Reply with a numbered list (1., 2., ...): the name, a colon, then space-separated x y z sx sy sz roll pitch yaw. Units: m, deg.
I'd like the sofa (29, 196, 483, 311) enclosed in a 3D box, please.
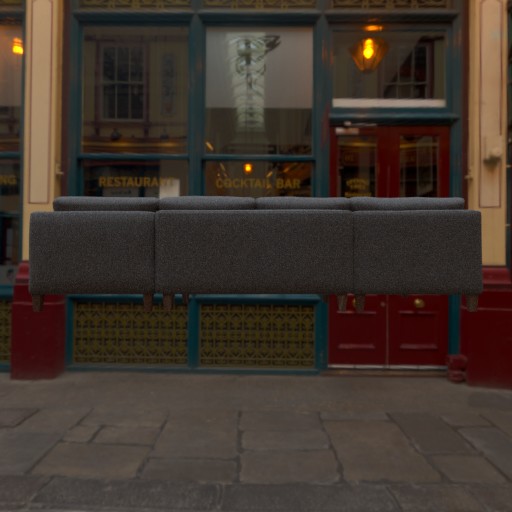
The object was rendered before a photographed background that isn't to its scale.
1. sofa: 0.000 0.000 4.362 3.238 0.853 2.551 0 -2 0
